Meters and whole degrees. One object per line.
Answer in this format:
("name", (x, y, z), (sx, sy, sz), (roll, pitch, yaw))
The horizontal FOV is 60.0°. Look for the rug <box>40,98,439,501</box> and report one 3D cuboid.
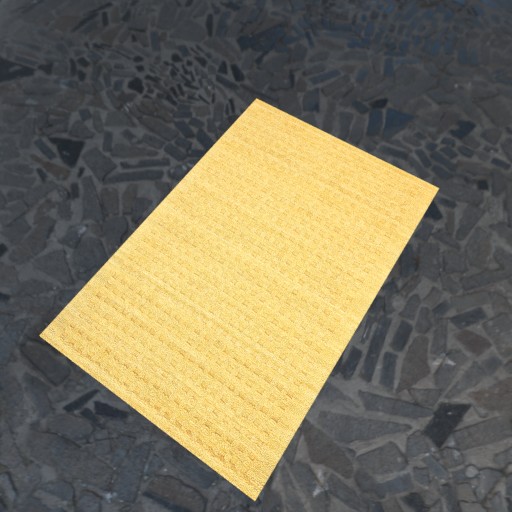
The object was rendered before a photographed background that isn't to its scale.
("rug", (0.000, 0.000, 2.837), (1.524, 0.006, 2.286), (31, 67, 15))
